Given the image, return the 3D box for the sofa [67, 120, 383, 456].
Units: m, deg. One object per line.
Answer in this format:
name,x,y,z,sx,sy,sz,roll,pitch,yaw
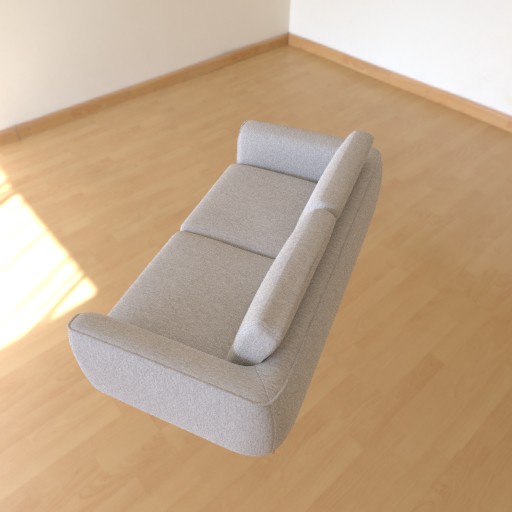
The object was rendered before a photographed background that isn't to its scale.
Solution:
sofa,0.000,0.000,2.198,0.920,0.850,1.700,17,49,16
